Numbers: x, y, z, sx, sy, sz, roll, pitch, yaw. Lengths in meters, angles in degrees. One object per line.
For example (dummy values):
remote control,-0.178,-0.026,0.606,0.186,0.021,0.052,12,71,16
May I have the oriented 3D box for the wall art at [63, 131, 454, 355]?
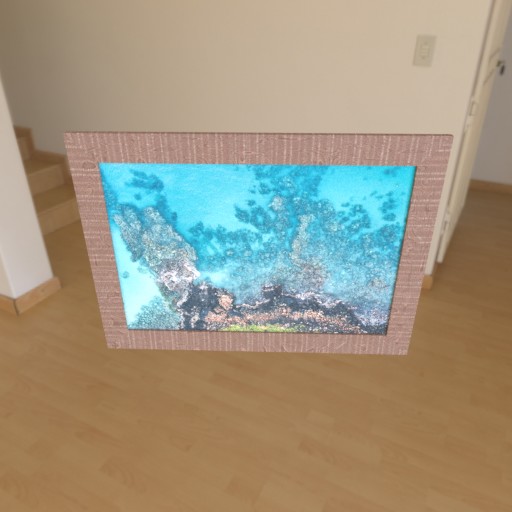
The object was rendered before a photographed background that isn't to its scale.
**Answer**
wall art,0.000,0.000,1.387,1.056,0.761,0.020,1,29,2
